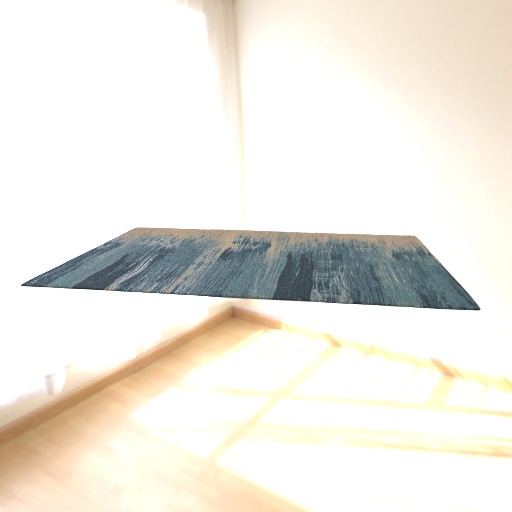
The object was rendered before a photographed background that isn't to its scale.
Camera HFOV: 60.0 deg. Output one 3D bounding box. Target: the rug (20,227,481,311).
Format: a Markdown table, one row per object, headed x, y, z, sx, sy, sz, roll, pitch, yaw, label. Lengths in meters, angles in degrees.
| x | y | z | sx | sy | sz | roll | pitch | yaw | label |
| --- | --- | --- | --- | --- | --- | --- | --- | --- | --- |
| 0.000 | 0.000 | 2.305 | 1.836 | 0.009 | 1.232 | 2 | 16 | 8 | rug |
